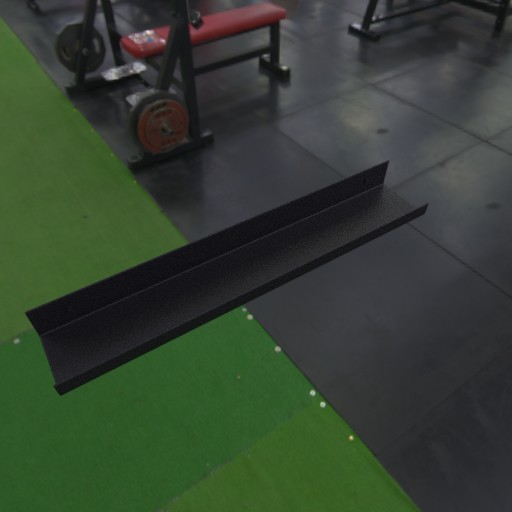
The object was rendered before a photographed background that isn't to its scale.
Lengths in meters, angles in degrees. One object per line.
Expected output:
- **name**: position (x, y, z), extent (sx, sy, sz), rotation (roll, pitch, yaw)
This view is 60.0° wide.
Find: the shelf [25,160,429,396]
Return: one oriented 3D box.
- **shelf**: position (0.000, 0.000, 0.642), extent (0.605, 0.053, 0.102), rotation (-25, 51, -22)
